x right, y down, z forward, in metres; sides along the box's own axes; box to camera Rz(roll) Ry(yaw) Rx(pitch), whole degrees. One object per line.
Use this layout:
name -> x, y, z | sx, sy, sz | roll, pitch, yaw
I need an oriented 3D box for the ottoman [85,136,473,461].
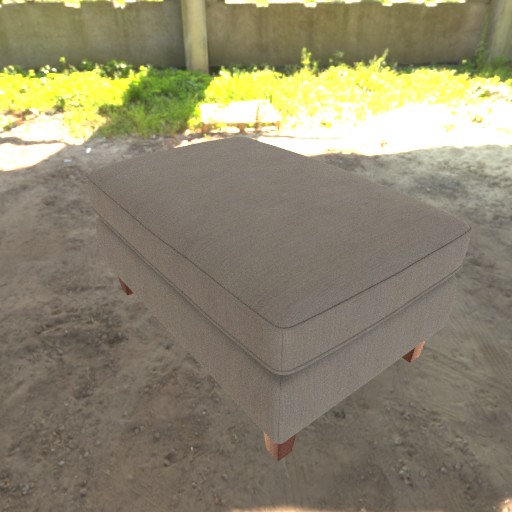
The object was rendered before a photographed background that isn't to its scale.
ottoman -> 0.000, 0.000, 1.290 | 0.636, 0.480, 0.941 | -22, 38, -32
